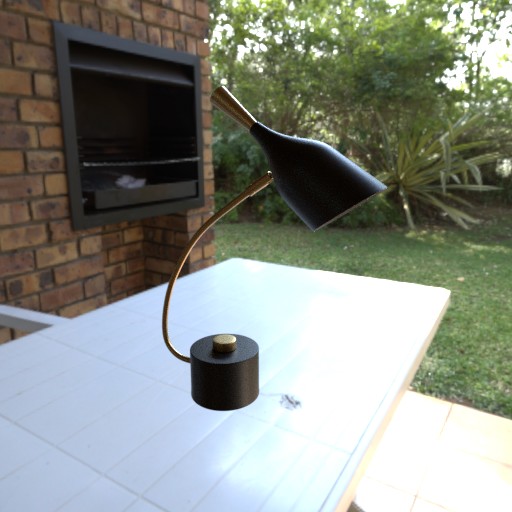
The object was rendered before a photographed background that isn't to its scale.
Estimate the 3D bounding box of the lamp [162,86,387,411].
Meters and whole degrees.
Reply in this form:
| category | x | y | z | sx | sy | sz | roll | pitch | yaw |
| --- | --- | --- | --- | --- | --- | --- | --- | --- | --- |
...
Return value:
| category | x | y | z | sx | sy | sz | roll | pitch | yaw |
| --- | --- | --- | --- | --- | --- | --- | --- | --- | --- |
| lamp | 0.000 | 0.000 | 0.636 | 0.352 | 0.464 | 0.110 | 7 | 16 | 26 |
